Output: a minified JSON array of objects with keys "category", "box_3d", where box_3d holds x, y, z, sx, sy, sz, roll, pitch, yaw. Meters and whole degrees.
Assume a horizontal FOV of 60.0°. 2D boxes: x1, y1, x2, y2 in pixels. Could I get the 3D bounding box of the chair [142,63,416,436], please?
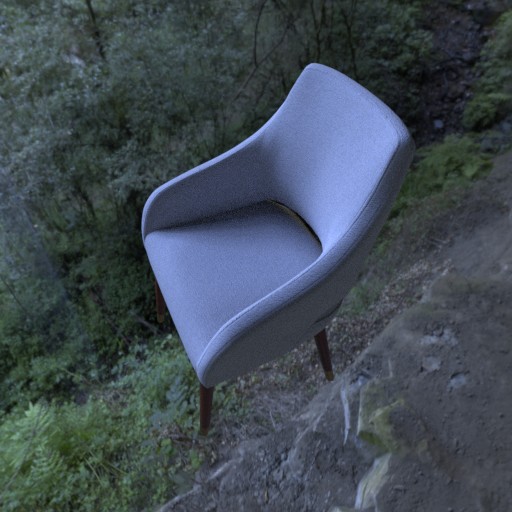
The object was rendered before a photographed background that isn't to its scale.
[{"category":"chair","box_3d":[0.000,0.000,1.289,0.600,0.889,0.609,-19,49,-17]}]
